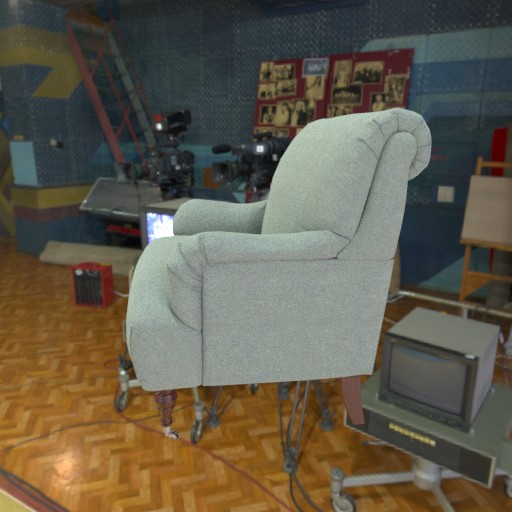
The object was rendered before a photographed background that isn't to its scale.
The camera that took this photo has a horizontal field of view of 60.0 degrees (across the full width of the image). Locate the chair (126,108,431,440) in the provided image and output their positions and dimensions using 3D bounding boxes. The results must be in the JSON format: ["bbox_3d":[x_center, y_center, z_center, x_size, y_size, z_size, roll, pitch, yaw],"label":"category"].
[{"bbox_3d":[0.000,0.000,1.923,1.060,1.178,0.964,-2,15,-9],"label":"chair"}]
